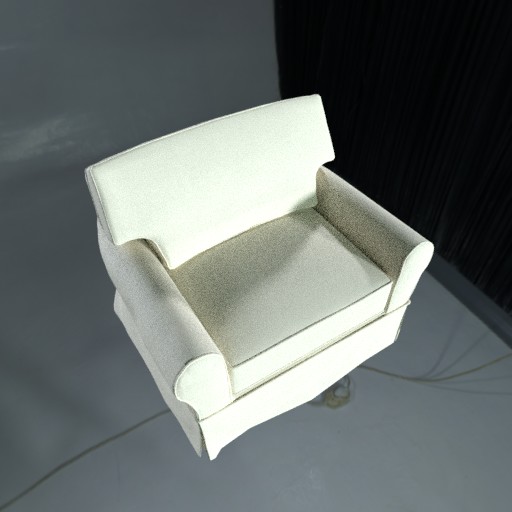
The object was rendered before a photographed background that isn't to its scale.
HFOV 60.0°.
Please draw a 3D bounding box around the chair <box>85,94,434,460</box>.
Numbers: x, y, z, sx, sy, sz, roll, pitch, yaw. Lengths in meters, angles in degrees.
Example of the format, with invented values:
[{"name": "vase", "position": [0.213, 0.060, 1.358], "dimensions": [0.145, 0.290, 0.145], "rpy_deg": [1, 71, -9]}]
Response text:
[{"name": "chair", "position": [0.000, 0.000, 1.791], "dimensions": [1.099, 0.958, 0.904], "rpy_deg": [-24, 50, -22]}]
